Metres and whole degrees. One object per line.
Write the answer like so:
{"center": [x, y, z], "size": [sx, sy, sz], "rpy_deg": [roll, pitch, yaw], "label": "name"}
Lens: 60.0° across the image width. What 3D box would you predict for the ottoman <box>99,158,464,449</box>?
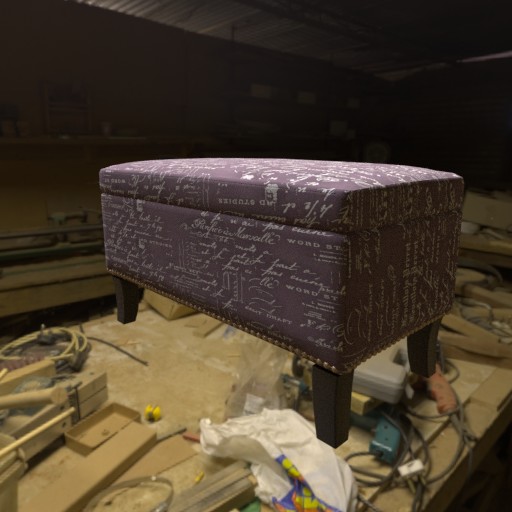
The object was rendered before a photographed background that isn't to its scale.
{"center": [0.000, 0.000, 1.070], "size": [0.406, 0.457, 0.813], "rpy_deg": [-13, 19, -42], "label": "ottoman"}
